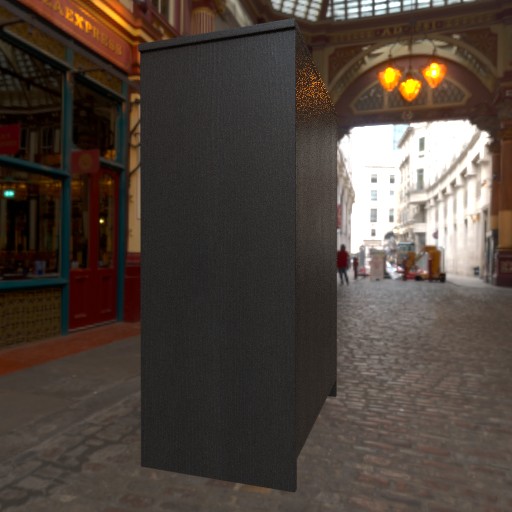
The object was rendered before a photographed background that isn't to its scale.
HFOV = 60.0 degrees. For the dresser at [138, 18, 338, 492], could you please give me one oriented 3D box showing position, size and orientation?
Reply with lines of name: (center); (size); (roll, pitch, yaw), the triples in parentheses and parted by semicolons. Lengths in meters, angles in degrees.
dresser: (0.000, 0.000, 1.341); (0.398, 1.020, 0.700); (0, 0, 18)
